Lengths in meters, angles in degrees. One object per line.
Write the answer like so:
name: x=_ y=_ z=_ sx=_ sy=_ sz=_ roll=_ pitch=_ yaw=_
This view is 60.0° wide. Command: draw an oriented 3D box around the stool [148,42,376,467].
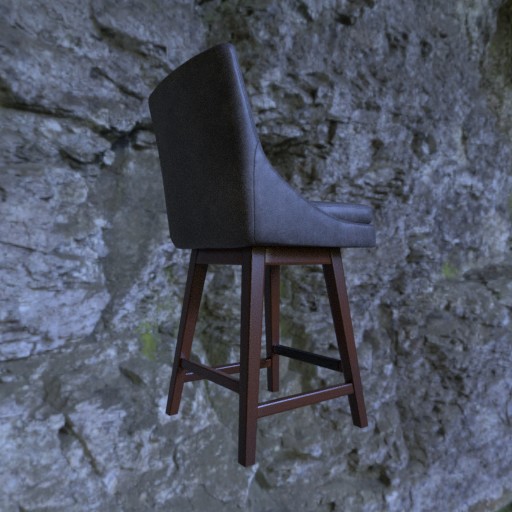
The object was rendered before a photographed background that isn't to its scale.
stool: x=0.000 y=0.000 z=1.400 sx=0.587 sy=1.046 sz=0.492 roll=0 pitch=0 yaw=-36
